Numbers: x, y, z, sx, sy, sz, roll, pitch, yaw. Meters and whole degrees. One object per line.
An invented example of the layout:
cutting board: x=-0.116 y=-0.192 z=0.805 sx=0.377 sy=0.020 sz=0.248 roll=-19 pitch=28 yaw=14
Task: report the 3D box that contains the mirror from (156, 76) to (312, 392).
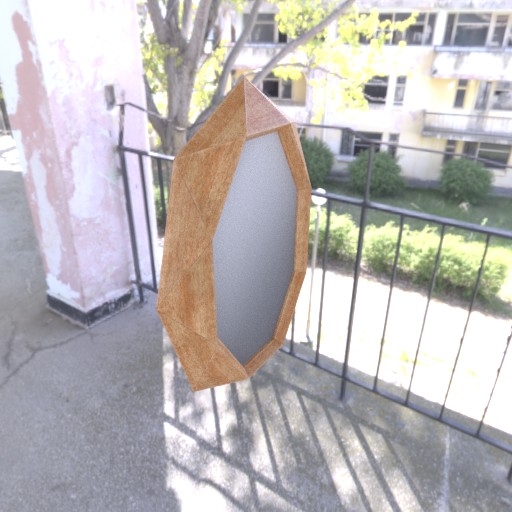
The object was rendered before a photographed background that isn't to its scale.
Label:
mirror: x=0.000 y=0.000 z=1.031 sx=0.070 sy=0.774 sz=0.577 roll=17 pitch=31 yaw=31
